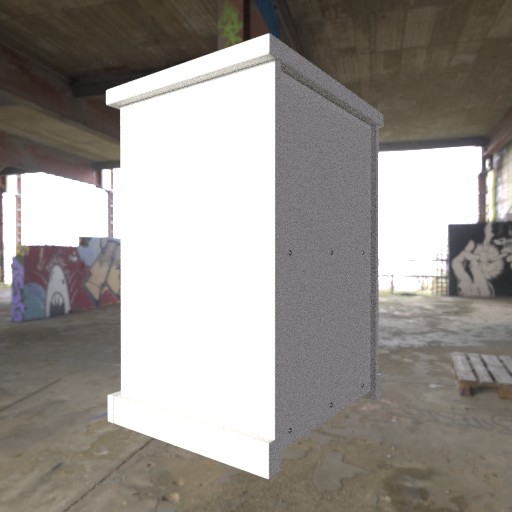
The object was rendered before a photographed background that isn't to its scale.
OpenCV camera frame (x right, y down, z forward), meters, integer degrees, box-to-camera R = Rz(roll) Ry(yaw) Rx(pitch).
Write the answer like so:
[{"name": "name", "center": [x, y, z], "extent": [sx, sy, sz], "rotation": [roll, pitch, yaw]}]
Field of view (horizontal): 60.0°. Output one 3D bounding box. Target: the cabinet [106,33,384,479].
[{"name": "cabinet", "center": [0.000, 0.000, 1.049], "extent": [0.431, 0.723, 0.520], "rotation": [0, 1, 36]}]
